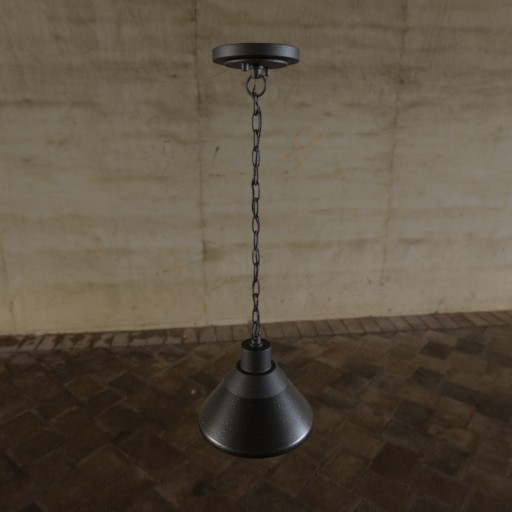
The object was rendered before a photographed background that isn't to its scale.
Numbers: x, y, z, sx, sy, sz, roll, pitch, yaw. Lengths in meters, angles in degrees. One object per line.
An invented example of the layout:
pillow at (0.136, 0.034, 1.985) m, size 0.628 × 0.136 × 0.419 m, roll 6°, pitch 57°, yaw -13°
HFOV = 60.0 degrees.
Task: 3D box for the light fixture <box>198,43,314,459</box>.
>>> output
light fixture at (0.000, 0.000, 0.692) m, size 0.201 × 0.588 × 0.201 m, roll 8°, pitch 18°, yaw 24°
